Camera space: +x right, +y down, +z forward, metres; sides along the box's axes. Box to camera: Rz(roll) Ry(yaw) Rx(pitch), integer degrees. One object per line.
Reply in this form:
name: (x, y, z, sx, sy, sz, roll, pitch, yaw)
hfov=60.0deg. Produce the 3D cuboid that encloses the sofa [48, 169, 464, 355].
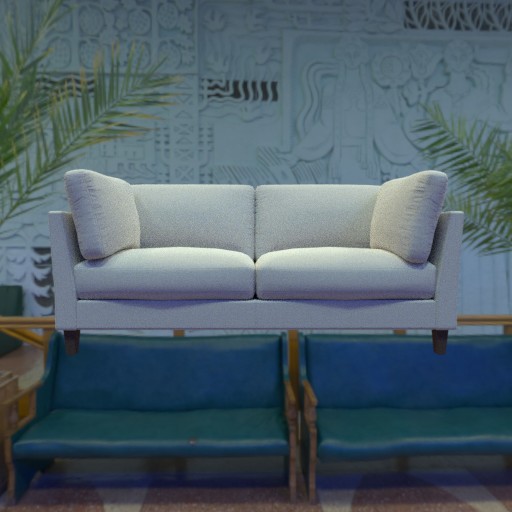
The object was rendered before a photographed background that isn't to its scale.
sofa: (0.000, 0.000, 2.325, 1.776, 0.836, 0.970, 0, 1, 0)
